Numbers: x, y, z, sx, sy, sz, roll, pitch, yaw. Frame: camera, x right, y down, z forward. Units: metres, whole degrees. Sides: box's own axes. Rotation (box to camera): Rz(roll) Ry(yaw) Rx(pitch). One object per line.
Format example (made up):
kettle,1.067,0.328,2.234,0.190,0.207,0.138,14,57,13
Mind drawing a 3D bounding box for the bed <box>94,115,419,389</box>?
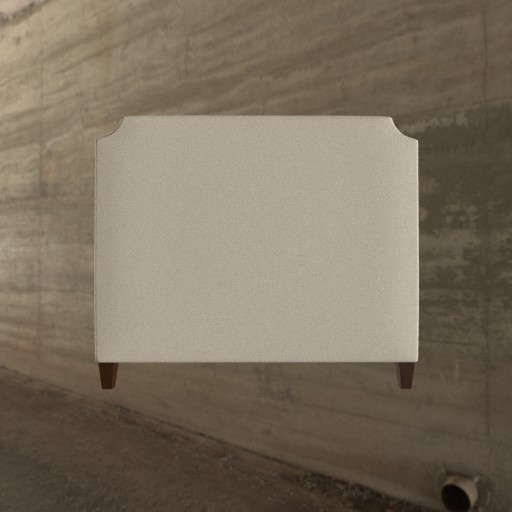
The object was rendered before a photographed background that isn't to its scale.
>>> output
bed,0.000,0.000,3.468,1.712,1.443,2.372,0,-1,0
